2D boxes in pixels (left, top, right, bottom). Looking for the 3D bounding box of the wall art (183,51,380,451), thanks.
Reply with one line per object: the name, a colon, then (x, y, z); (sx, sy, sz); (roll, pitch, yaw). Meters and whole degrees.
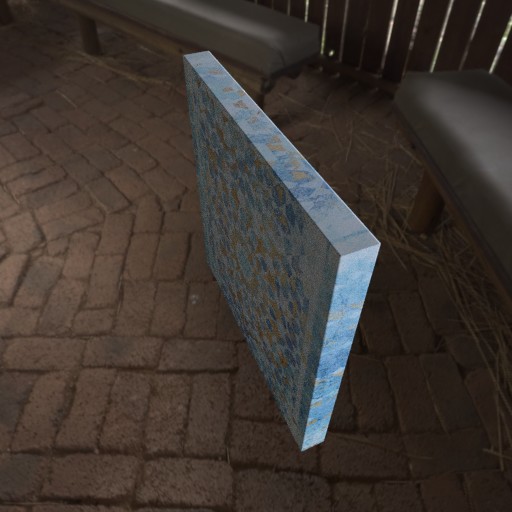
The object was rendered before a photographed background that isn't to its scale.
wall art: (0.000, 0.000, 0.618); (0.037, 0.405, 0.405); (-18, 49, -16)
